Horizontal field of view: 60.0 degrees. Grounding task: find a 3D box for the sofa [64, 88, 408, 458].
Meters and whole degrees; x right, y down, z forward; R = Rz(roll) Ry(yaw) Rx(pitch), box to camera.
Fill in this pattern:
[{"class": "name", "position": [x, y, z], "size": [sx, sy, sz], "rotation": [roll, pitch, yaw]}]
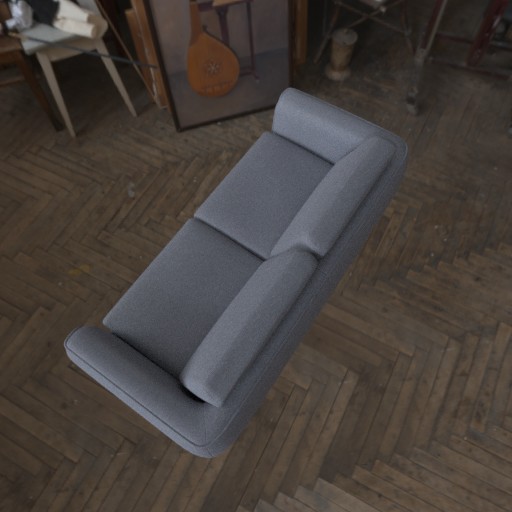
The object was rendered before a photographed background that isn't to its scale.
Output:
[{"class": "sofa", "position": [0.000, 0.000, 2.511], "size": [0.920, 0.870, 2.000], "rotation": [31, 68, 14]}]
